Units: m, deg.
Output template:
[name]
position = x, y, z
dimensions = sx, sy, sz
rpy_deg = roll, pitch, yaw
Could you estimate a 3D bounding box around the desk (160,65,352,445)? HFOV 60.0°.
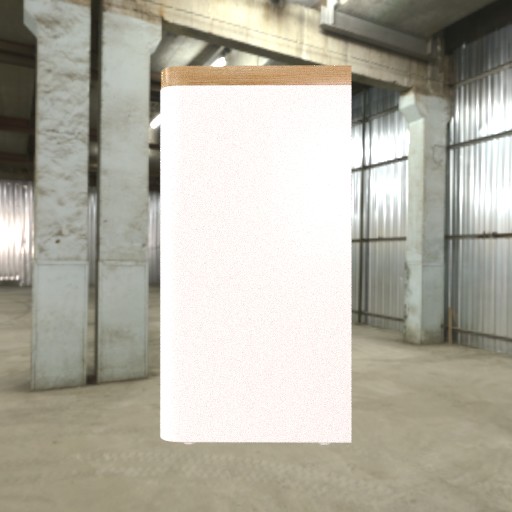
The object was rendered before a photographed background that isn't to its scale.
[desk]
position = 0.000, 0.000, 1.436
dimensions = 0.390, 0.760, 1.100
rpy_deg = 0, 0, 0
